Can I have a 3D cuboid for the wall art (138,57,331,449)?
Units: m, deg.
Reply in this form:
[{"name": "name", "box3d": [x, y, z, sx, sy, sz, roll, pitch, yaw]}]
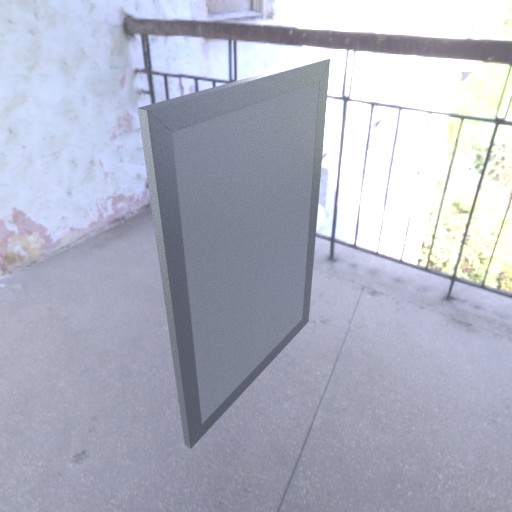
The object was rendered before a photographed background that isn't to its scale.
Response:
[{"name": "wall art", "box3d": [0.000, 0.000, 0.696, 0.013, 0.529, 0.376, 21, 38, 29]}]
